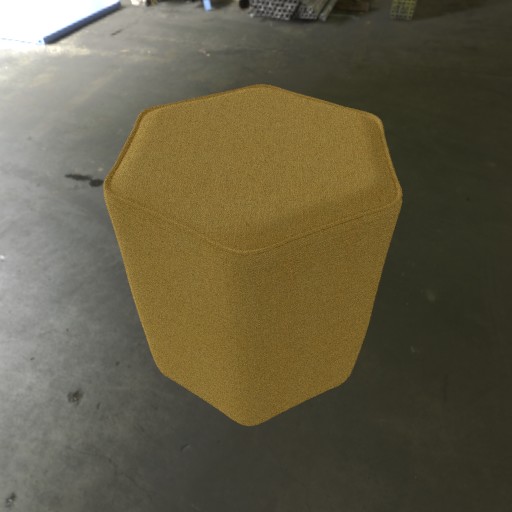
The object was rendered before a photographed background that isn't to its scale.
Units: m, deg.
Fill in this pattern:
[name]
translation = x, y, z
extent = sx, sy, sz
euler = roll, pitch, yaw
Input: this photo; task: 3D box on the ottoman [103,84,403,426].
[ottoman]
translation = 0.000, 0.000, 0.878
extent = 0.443, 0.502, 0.494
euler = 2, 45, 2
